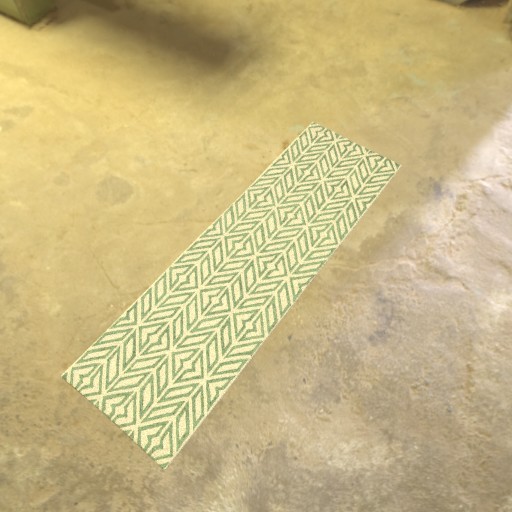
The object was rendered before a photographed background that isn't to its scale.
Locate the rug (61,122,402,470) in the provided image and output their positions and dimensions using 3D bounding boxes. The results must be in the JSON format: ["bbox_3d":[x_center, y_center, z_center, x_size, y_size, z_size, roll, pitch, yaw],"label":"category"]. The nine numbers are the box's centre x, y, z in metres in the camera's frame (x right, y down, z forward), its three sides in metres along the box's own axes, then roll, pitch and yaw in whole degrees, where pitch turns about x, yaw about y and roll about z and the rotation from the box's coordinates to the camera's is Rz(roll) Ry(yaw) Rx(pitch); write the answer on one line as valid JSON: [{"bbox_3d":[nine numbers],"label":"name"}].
[{"bbox_3d":[0.000,0.000,2.733,0.750,0.009,2.435,33,64,18],"label":"rug"}]
